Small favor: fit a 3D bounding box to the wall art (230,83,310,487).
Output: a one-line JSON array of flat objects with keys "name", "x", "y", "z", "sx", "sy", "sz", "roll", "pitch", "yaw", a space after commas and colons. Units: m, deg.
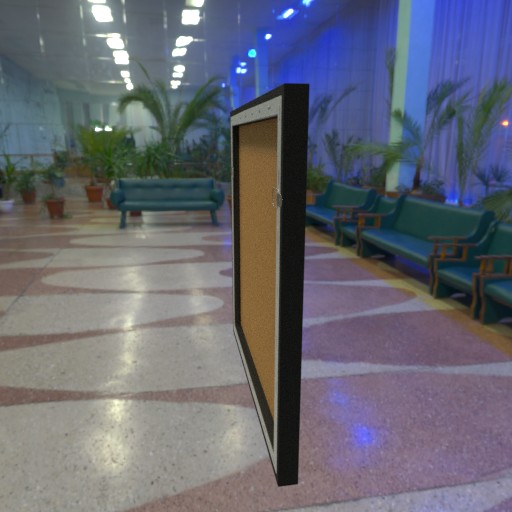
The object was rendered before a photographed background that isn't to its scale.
[{"name": "wall art", "x": 0.000, "y": 0.000, "z": 1.155, "sx": 0.044, "sy": 0.758, "sz": 0.758, "roll": -2, "pitch": 15, "yaw": -9}]
